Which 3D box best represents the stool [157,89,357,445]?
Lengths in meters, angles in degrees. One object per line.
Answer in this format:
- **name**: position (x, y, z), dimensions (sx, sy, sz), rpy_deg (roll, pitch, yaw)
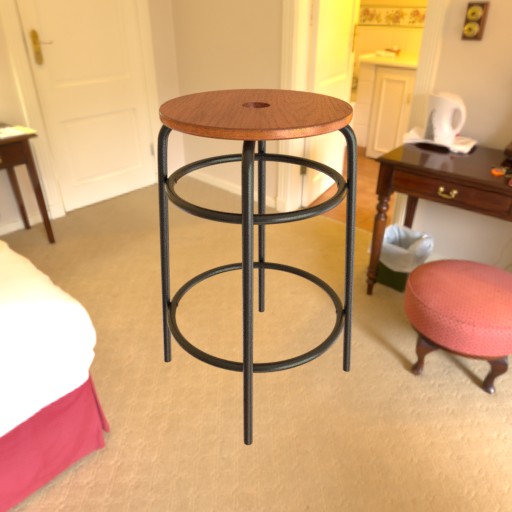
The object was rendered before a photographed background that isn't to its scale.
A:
- **stool**: position (0.000, 0.000, 0.928), dimensions (0.455, 0.610, 0.455), rpy_deg (2, 30, 4)
